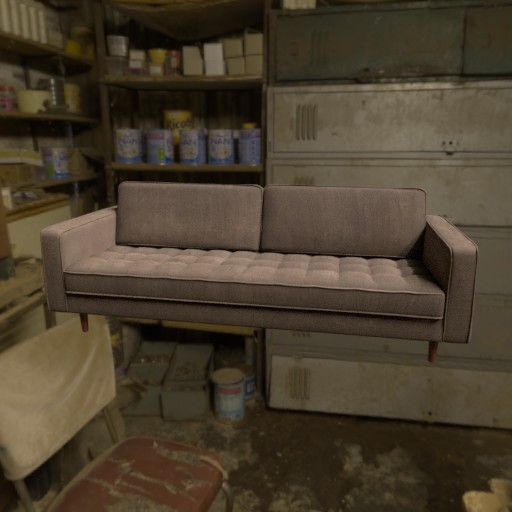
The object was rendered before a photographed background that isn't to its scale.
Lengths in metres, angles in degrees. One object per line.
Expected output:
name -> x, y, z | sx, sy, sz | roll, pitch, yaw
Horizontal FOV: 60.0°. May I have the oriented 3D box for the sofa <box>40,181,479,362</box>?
sofa -> 0.000, 0.000, 2.663 | 2.295, 0.813, 0.923 | 3, 15, 11
